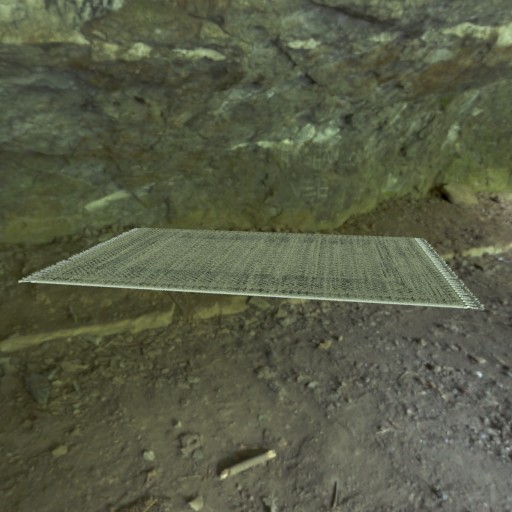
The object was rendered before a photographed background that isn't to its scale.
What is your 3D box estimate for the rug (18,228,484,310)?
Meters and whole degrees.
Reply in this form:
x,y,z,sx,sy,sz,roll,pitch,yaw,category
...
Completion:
x,y,z,sx,sy,sz,roll,pitch,yaw,category
0.000,0.000,3.021,2.486,0.013,1.548,3,15,10,rug
